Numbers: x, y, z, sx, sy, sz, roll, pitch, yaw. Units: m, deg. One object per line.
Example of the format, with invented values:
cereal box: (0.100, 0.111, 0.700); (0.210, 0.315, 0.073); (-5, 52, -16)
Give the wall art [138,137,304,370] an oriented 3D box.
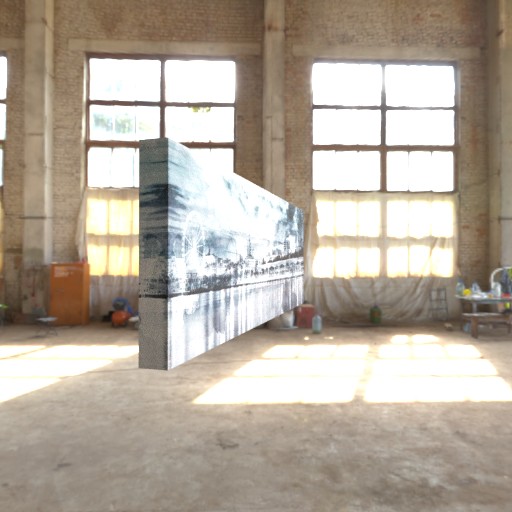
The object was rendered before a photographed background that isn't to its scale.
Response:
wall art: (0.000, 0.000, 0.843); (0.037, 0.251, 0.759); (0, 0, 17)
